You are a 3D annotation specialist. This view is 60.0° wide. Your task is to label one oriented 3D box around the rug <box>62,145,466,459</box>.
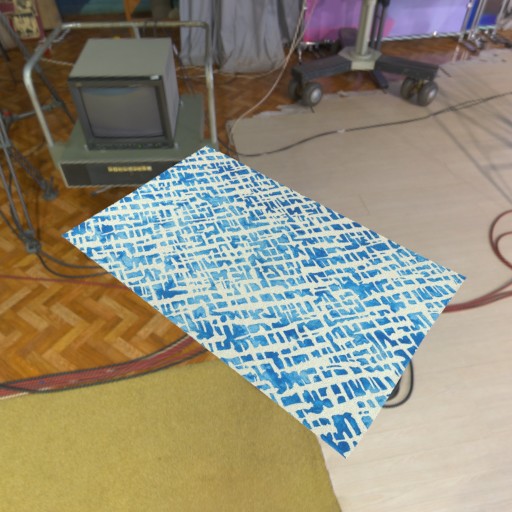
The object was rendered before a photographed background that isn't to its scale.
[{"bbox_3d":[0.000,0.000,3.113,2.447,0.011,1.520,32,55,26],"label":"rug"}]
